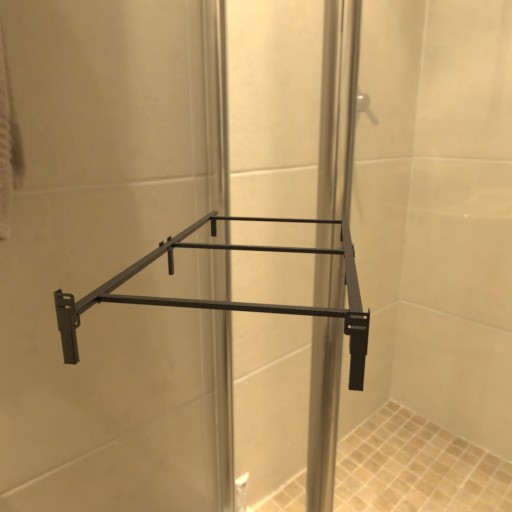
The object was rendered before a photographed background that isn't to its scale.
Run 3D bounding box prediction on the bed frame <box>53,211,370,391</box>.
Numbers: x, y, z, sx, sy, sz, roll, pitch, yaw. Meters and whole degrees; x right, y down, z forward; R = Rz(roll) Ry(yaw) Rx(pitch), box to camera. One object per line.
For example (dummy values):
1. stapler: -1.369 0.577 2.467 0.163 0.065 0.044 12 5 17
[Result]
1. bed frame: 0.000 0.000 2.236 0.968 0.248 1.897 3 16 9
